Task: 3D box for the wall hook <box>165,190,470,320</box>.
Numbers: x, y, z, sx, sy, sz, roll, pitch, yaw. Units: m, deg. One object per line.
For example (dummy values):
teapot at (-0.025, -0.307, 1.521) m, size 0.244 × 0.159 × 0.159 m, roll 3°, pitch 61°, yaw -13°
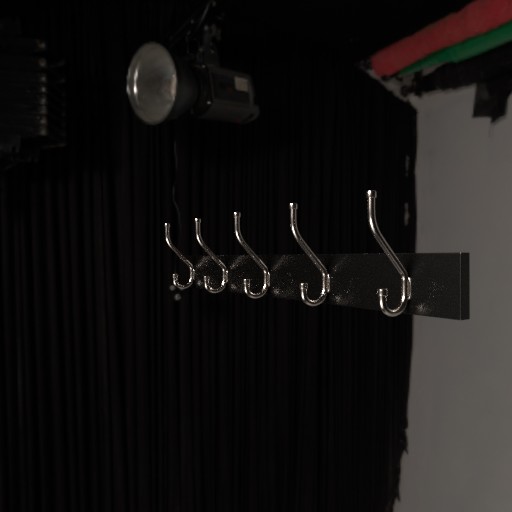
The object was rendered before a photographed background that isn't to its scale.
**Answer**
wall hook at (0.000, 0.000, 0.611) m, size 0.071 × 0.117 × 0.571 m, roll 0°, pitch 0°, yaw -35°
